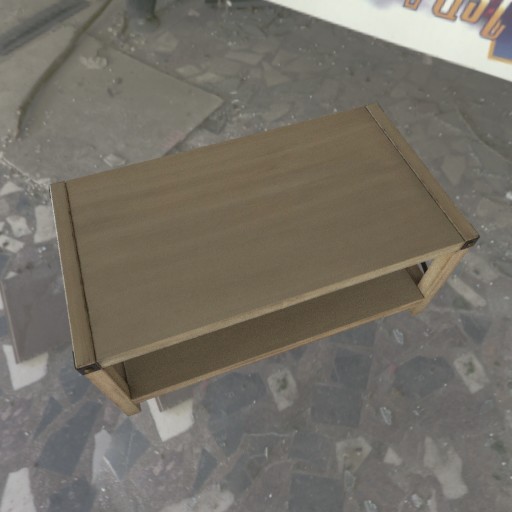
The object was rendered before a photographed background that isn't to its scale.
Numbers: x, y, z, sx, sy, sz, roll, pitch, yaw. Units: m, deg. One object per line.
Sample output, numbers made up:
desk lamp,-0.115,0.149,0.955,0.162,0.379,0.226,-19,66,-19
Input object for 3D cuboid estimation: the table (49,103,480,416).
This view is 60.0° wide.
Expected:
table,0.000,0.000,1.348,1.016,0.456,0.559,-17,59,-10
